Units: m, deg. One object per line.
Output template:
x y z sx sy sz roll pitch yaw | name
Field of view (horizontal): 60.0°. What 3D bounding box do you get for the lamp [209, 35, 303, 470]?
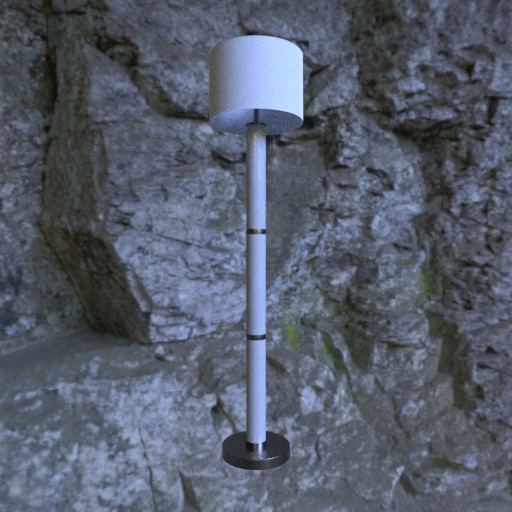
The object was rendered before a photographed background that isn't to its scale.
0.000 0.000 1.787 0.377 1.599 0.377 0 1 -18 | lamp
